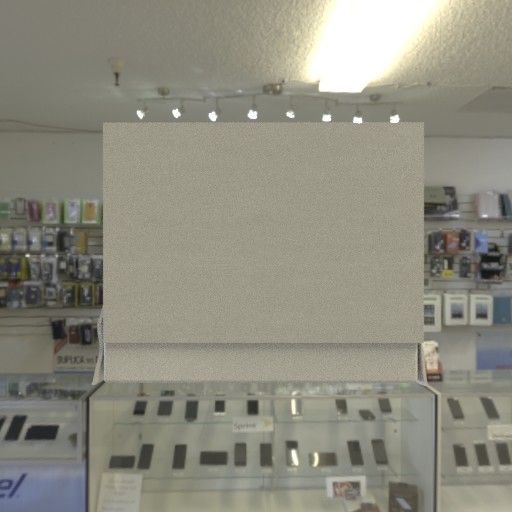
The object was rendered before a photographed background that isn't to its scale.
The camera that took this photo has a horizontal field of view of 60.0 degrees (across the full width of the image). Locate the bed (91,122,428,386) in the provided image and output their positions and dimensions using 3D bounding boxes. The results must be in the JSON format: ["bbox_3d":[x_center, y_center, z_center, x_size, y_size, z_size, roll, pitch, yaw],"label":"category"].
[{"bbox_3d":[0.000,0.000,3.258,1.745,1.335,2.094,0,0,0],"label":"bed"}]
